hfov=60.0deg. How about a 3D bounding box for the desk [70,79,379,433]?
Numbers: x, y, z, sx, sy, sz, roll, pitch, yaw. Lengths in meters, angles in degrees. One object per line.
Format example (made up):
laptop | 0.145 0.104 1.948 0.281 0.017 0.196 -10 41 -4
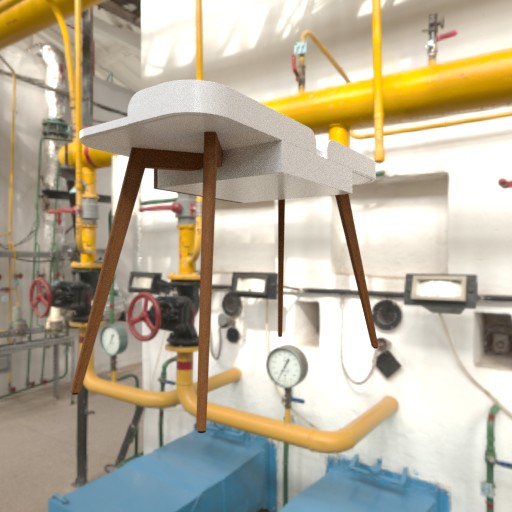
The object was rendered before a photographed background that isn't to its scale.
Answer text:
desk | 0.000 0.000 1.619 0.534 0.807 1.206 0 0 35
